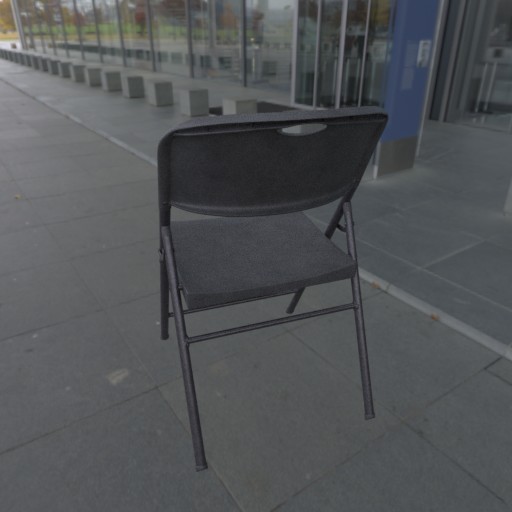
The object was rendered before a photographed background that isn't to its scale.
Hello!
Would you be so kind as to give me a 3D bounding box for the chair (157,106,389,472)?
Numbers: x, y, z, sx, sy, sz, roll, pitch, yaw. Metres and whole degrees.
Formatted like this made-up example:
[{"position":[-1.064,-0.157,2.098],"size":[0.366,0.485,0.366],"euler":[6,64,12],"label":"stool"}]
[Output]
[{"position":[0.000,0.000,1.160],"size":[0.494,0.810,0.567],"euler":[-9,28,-17],"label":"chair"}]
